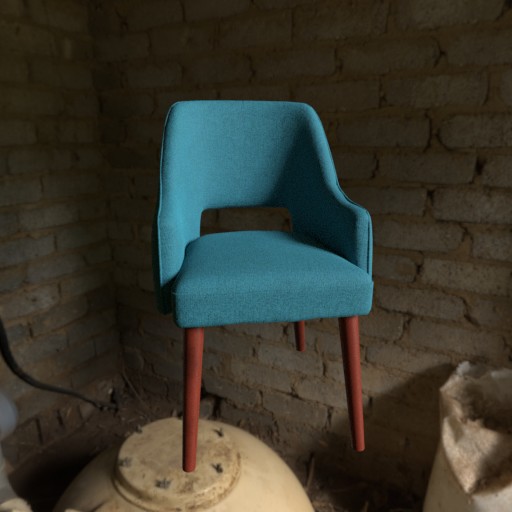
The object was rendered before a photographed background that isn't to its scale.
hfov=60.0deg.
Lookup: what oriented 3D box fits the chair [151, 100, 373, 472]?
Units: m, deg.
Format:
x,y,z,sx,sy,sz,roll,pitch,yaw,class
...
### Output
x,y,z,sx,sy,sz,roll,pitch,yaw,class
0.000,0.000,1.225,0.548,0.849,0.605,-3,16,-9,chair
